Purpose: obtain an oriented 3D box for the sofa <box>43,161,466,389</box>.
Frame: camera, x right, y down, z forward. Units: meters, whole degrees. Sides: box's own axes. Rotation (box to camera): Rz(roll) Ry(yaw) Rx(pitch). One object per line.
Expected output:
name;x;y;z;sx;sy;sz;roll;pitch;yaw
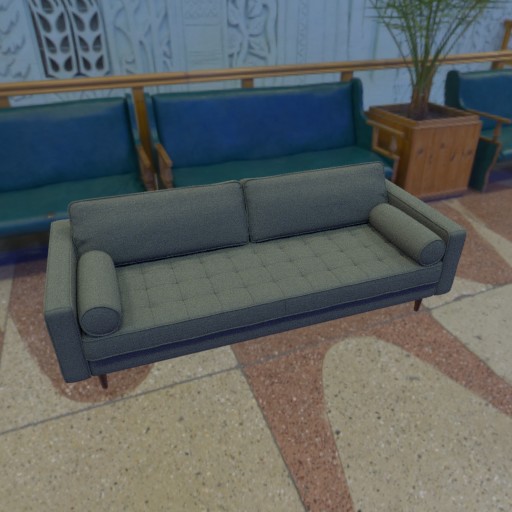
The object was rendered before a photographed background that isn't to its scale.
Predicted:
sofa;0.000;0.000;2.592;2.198;0.762;0.914;-10;33;-16
